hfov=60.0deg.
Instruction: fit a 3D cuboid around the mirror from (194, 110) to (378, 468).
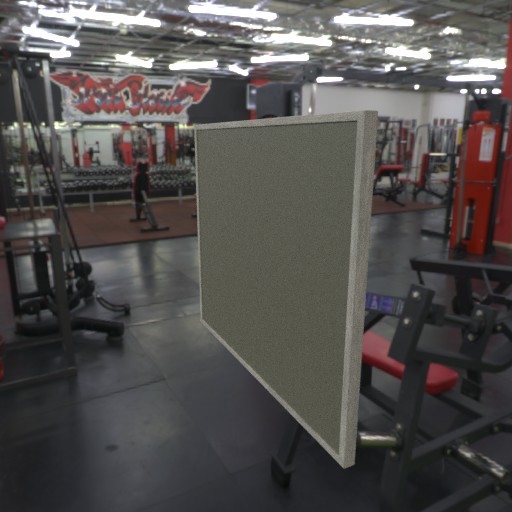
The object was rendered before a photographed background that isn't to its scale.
[{"bbox_3d":[0.000,0.000,1.171,0.028,0.689,0.839,-7,16,-26],"label":"mirror"}]
